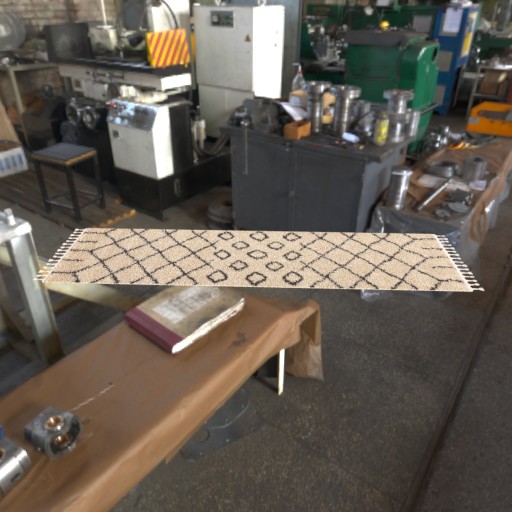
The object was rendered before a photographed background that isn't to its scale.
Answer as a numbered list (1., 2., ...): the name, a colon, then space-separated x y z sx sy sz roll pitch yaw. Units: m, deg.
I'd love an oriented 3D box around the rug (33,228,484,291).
1. rug: 0.000 0.000 2.682 2.464 0.005 0.660 1 30 2
